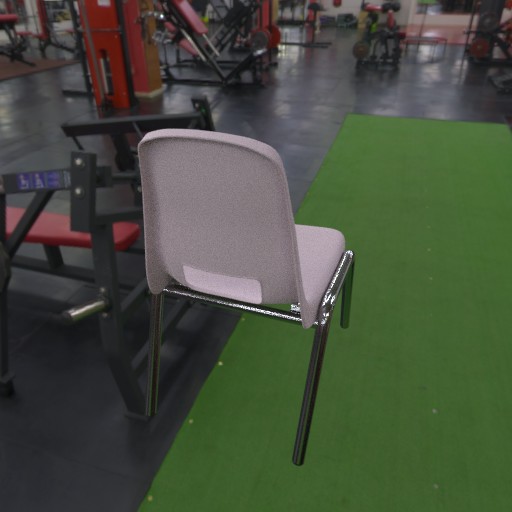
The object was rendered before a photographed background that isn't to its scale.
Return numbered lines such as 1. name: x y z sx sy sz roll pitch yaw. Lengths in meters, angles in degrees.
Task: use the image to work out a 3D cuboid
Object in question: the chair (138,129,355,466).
1. chair: 0.000 0.000 0.856 0.354 0.586 0.423 11 33 17
